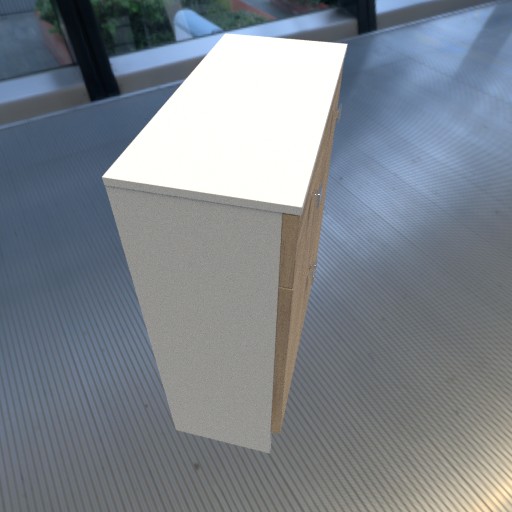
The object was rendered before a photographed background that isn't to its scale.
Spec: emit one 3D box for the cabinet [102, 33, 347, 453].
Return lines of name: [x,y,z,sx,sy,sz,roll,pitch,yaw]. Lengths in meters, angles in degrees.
cabinet: [0.000,0.000,1.088,0.296,0.815,0.600,10,45,10]
